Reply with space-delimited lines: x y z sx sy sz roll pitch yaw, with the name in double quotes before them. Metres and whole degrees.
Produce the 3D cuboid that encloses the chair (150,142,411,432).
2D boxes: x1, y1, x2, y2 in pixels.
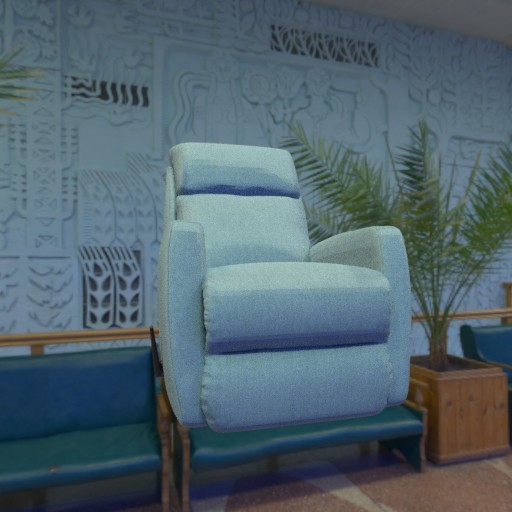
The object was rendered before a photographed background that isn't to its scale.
"chair" 0.000 0.000 1.692 0.812 1.013 0.940 0 0 -17
